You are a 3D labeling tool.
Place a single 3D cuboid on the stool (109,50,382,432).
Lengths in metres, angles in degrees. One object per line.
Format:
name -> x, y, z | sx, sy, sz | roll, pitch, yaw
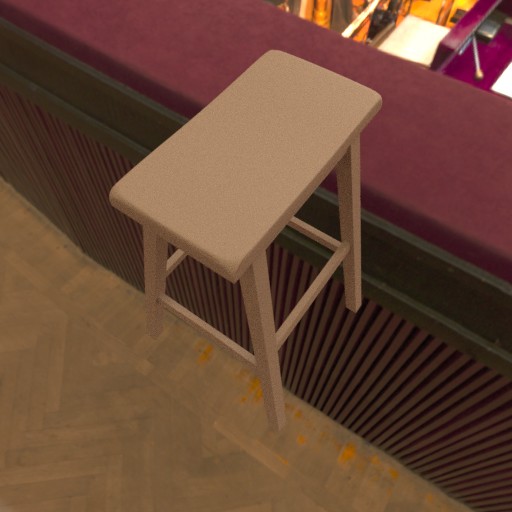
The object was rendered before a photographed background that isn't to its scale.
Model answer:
stool -> 0.000, 0.000, 1.037 | 0.476, 0.737, 0.457 | 31, 63, 18
